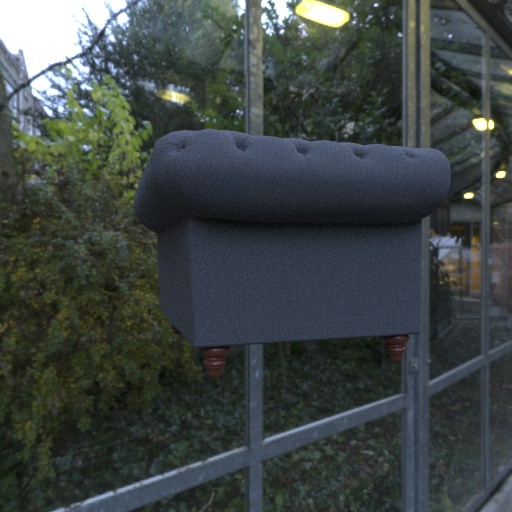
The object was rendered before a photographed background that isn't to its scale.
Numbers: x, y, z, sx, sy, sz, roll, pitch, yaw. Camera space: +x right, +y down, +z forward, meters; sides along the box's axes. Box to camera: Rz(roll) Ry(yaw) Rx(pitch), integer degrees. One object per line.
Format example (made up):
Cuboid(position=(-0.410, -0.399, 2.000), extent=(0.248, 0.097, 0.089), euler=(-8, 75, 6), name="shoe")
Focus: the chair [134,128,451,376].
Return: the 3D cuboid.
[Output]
Cuboid(position=(0.000, 0.000, 1.900), extent=(0.976, 0.770, 1.270), euler=(0, 0, -18), name="chair")
